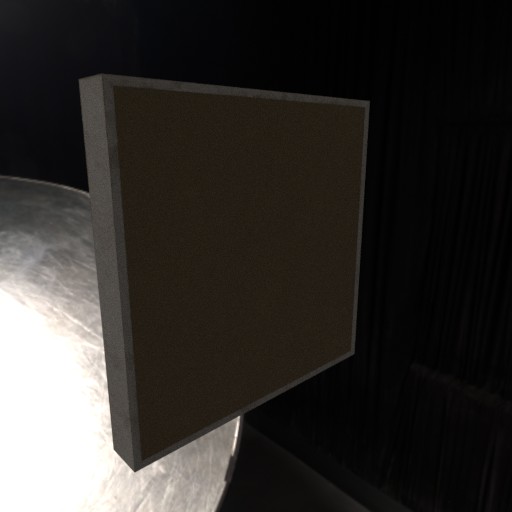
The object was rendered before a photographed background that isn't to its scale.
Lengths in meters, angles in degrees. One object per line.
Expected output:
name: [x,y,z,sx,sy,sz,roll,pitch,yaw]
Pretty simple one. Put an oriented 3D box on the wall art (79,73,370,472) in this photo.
wall art: [0.000,0.000,0.436,0.305,0.303,0.038,-13,20,-41]
